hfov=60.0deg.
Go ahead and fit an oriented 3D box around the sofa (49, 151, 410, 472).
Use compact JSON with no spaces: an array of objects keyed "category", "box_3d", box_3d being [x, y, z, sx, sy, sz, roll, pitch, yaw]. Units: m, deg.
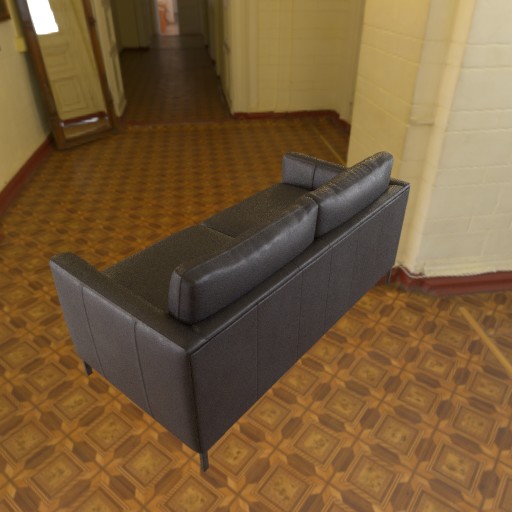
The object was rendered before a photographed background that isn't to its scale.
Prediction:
[{"category":"sofa","box_3d":[0.000,0.000,2.330,0.947,0.883,1.805,22,38,31]}]
